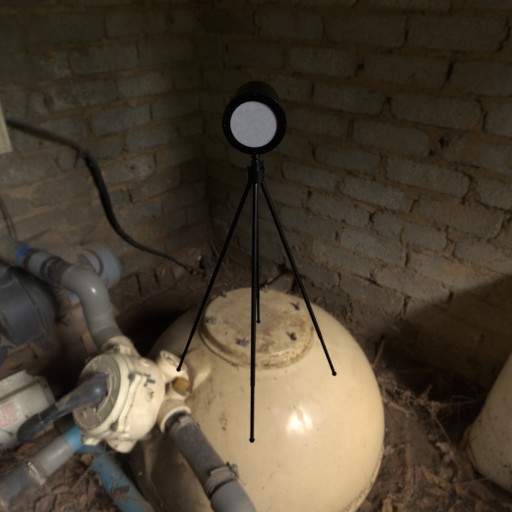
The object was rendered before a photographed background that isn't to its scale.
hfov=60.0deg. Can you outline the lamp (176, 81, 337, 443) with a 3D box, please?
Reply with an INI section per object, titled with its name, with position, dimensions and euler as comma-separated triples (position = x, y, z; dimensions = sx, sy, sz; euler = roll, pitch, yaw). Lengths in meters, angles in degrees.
[lamp]
position = 0.000, 0.000, 2.046
dimensions = 0.879, 1.504, 0.884
euler = 1, 31, 2
